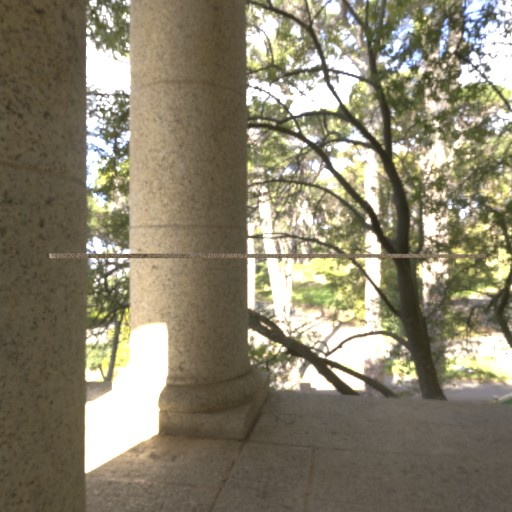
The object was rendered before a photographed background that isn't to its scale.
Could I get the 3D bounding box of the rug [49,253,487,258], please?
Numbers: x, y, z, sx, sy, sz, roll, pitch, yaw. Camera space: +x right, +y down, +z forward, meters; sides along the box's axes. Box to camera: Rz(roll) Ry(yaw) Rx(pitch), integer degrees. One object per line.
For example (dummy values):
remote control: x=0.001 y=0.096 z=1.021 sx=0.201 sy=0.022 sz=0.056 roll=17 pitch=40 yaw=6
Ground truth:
rug: x=0.000 y=0.000 z=3.390 sx=2.700 sy=0.024 sz=1.801 roll=0 pitch=0 yaw=-19
